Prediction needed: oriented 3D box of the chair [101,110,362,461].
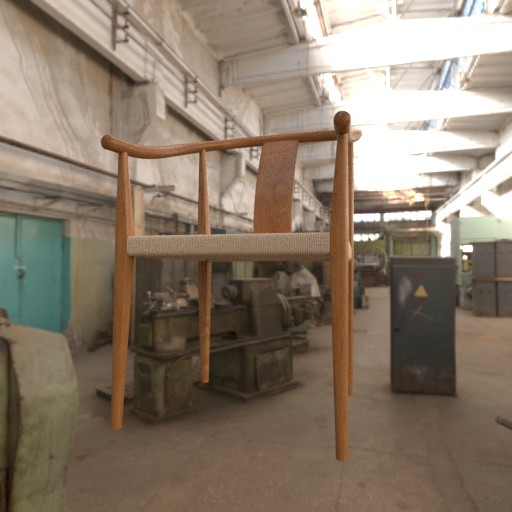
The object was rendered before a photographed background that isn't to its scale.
[{"bbox_3d":[0.000,0.000,1.183,0.556,0.800,0.579,0,-1,18],"label":"chair"}]
